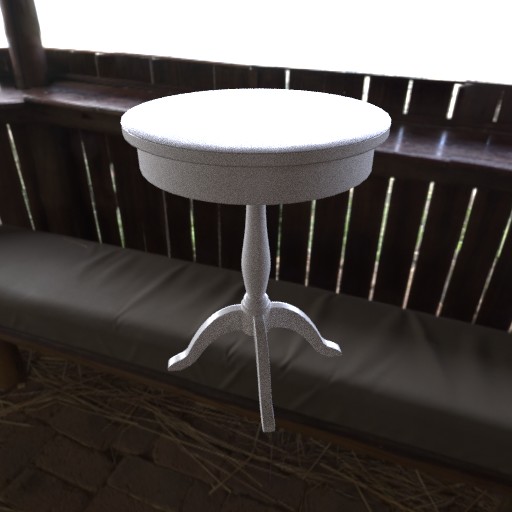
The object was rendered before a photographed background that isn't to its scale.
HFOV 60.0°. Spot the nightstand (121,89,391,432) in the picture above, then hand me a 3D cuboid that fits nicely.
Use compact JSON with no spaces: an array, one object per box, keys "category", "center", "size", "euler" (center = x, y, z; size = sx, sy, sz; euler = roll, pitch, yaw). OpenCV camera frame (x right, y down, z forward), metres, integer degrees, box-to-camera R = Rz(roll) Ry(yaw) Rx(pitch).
[{"category":"nightstand","center":[0.000,0.000,1.034],"size":[0.513,0.653,0.513],"euler":[1,31,2]}]
